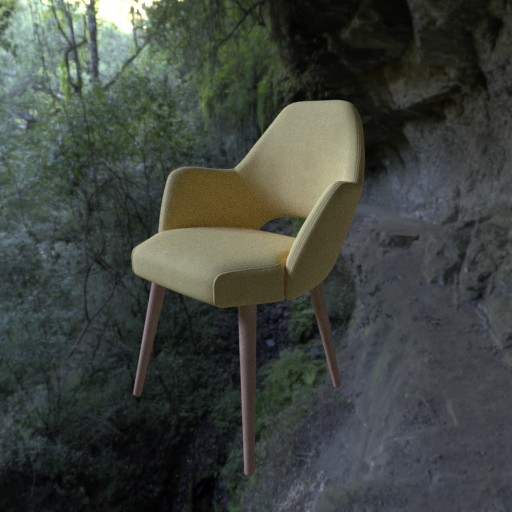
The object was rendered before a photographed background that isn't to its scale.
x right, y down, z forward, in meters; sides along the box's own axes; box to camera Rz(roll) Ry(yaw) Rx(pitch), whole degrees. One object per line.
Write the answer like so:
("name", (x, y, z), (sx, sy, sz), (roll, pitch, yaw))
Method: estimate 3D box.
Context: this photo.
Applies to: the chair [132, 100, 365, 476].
("chair", (0.000, 0.000, 1.240), (0.590, 0.840, 0.610), (15, 22, 41))
